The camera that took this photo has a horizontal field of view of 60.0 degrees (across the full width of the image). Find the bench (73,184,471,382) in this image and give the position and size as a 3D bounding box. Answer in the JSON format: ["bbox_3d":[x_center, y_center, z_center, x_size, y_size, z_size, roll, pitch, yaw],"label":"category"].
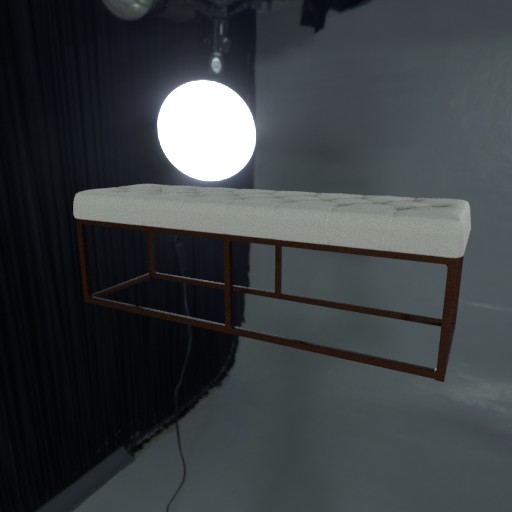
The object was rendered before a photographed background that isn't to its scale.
[{"bbox_3d":[0.000,0.000,1.747,1.488,0.488,0.479,7,16,27],"label":"bench"}]
